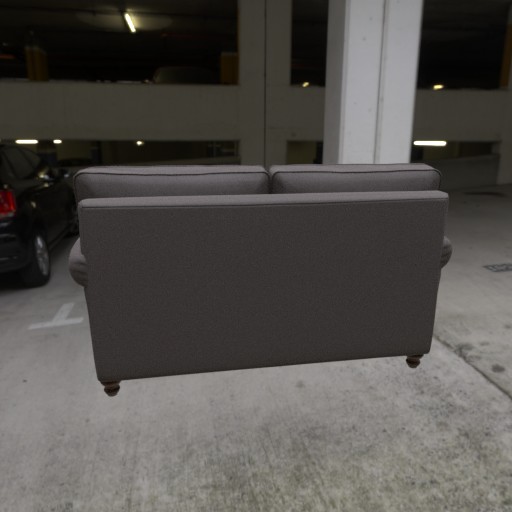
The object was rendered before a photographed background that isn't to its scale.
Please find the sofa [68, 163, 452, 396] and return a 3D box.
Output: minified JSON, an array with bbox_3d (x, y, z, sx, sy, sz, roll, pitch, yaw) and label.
[{"bbox_3d":[0.000,0.000,2.241,1.665,0.937,0.964,-3,15,-10],"label":"sofa"}]
